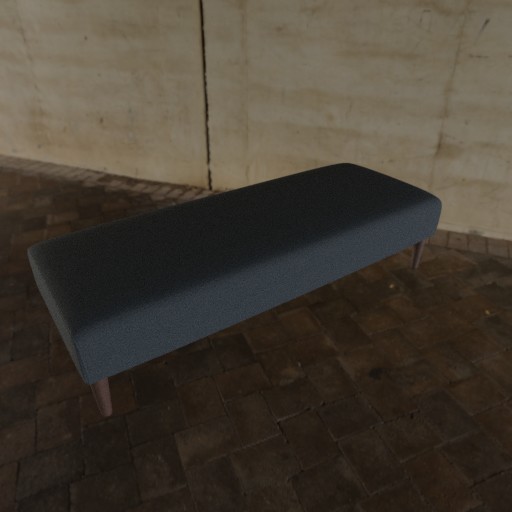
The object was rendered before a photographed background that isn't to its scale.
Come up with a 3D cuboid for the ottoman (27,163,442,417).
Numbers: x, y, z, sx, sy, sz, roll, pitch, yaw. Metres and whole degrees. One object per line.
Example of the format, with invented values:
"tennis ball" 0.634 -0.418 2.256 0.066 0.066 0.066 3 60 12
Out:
"ottoman" 0.000 0.000 1.856 1.609 0.393 0.646 -20 36 -29
